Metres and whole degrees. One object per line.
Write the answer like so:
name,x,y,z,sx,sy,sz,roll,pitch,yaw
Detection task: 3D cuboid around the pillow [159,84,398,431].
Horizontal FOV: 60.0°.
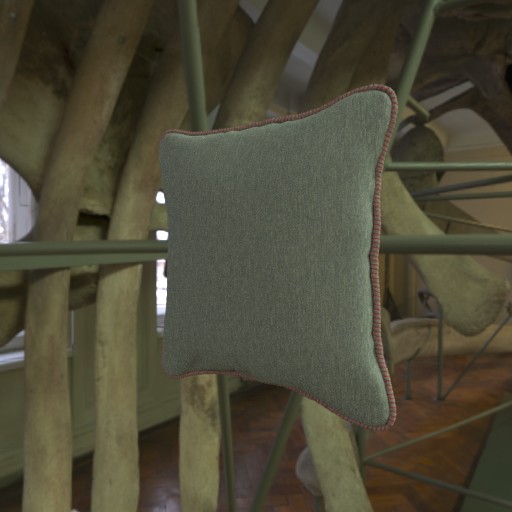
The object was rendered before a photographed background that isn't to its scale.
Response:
pillow,0.000,0.000,0.753,0.482,0.491,0.124,1,2,37
